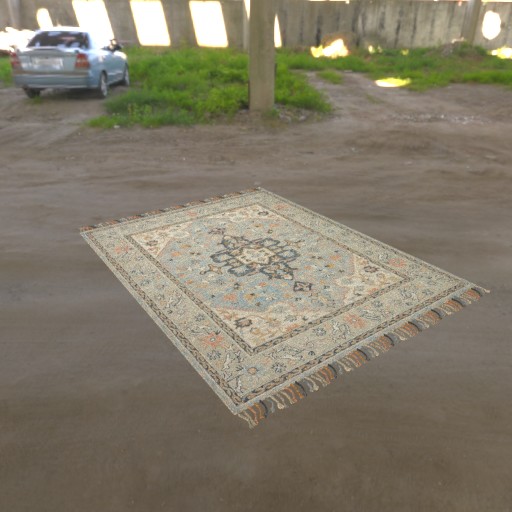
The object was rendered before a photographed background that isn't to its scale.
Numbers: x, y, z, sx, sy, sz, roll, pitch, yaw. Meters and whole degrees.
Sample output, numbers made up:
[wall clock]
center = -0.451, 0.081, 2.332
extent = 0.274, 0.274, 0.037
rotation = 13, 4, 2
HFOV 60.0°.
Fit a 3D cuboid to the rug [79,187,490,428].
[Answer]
[rug]
center = 0.000, 0.000, 2.212
extent = 1.278, 0.009, 1.730
rotation = -18, 32, -31
